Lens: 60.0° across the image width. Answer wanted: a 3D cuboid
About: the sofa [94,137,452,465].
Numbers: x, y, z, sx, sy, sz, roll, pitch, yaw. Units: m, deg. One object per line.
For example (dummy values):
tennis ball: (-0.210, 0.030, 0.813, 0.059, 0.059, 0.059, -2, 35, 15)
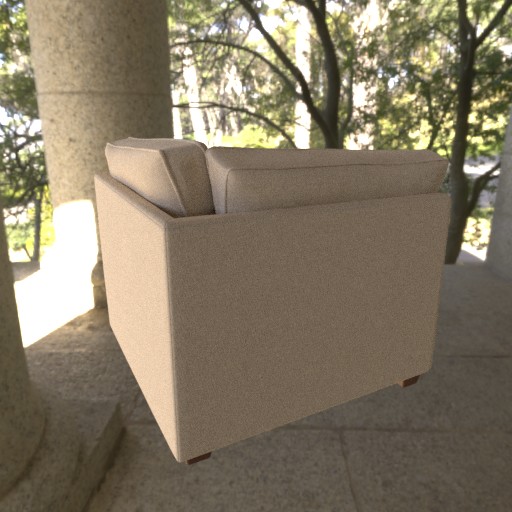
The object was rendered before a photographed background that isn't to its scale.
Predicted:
sofa: (0.000, 0.000, 1.798, 1.050, 0.937, 1.042, -8, 18, -27)
